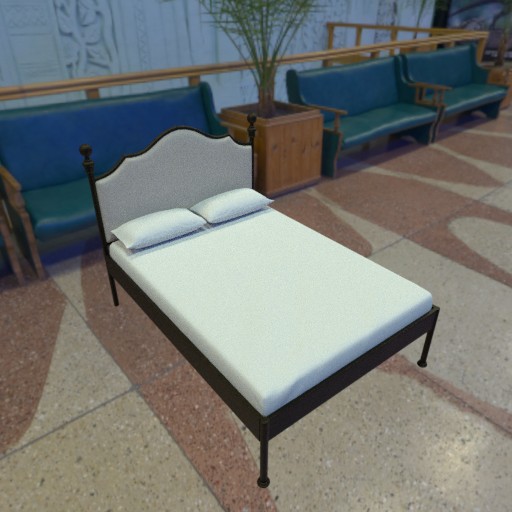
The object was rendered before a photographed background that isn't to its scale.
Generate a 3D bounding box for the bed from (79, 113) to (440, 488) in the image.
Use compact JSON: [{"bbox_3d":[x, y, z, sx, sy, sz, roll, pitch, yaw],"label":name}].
[{"bbox_3d":[0.000,0.000,3.331,1.642,1.499,2.224,-22,37,-32],"label":"bed"}]
